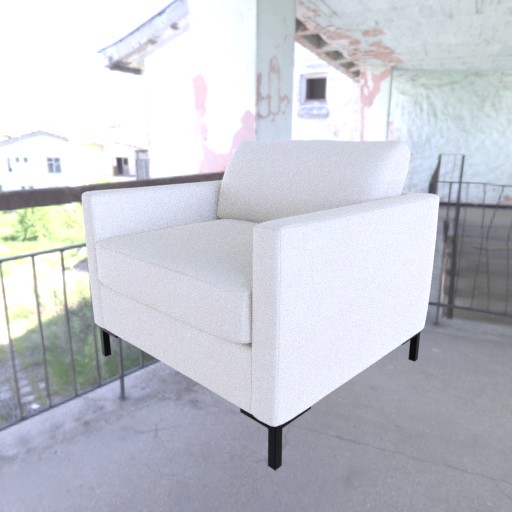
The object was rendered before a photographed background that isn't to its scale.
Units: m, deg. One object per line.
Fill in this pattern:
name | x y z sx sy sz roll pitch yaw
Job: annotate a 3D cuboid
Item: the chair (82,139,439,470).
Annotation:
chair | 0.000 0.000 1.587 0.964 0.806 0.875 14 20 42
